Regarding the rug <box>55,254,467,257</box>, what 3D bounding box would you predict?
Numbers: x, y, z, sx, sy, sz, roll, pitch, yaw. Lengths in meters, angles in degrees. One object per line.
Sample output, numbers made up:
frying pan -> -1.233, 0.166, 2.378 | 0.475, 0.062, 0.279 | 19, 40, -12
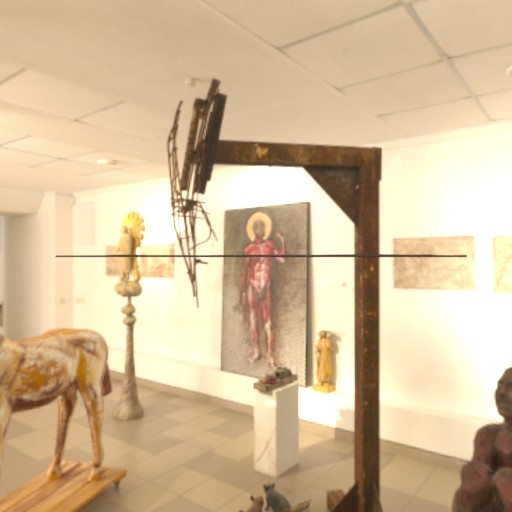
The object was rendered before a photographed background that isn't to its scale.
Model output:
rug -> 0.000, 0.000, 2.338 | 1.820, 0.012, 1.207 | 0, 0, 37
